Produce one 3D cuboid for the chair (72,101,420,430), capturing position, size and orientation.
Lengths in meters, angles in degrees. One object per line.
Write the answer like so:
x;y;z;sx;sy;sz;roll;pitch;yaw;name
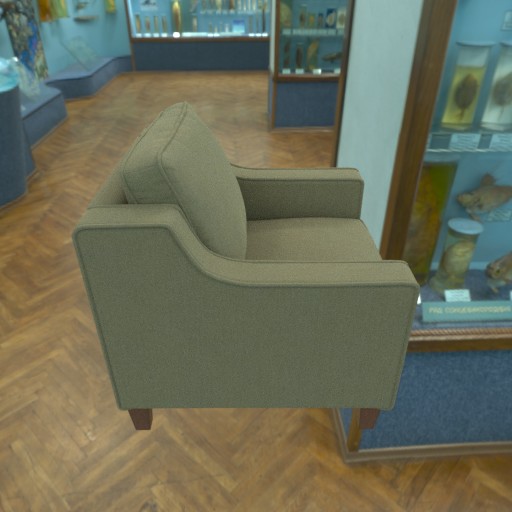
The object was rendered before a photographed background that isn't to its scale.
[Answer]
0.000;0.000;1.604;0.909;0.960;0.831;0;33;0;chair
